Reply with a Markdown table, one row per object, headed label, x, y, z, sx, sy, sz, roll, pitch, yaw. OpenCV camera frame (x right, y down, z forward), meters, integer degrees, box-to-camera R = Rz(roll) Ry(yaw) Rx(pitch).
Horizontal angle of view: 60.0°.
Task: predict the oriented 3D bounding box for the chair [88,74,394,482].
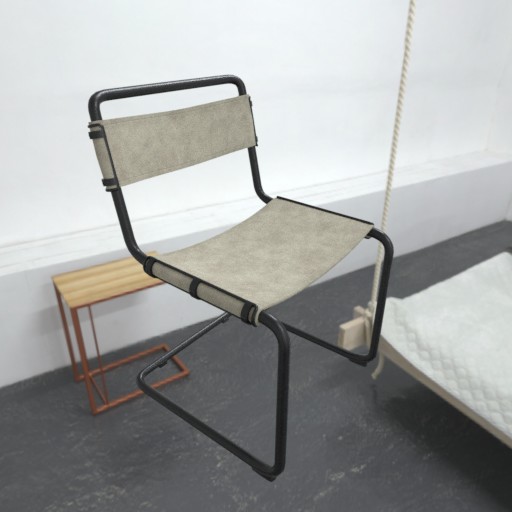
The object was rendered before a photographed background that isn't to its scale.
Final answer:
| label | x | y | z | sx | sy | sz | roll | pitch | yaw |
| --- | --- | --- | --- | --- | --- | --- | --- | --- | --- |
| chair | 0.000 | 0.000 | 1.052 | 0.497 | 0.747 | 0.499 | 20 | 33 | 33 |
